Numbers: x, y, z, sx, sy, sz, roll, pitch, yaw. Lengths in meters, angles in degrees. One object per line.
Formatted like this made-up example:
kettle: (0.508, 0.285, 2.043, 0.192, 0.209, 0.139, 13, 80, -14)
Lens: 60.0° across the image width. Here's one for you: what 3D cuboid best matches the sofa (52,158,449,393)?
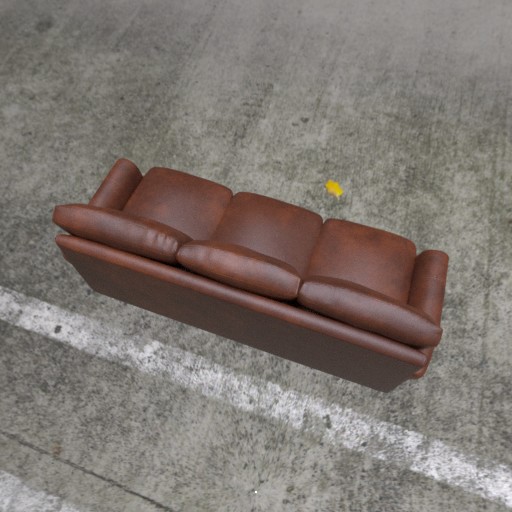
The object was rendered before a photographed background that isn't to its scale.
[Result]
sofa: (0.000, 0.000, 2.894, 2.351, 0.977, 0.973, 17, 63, 9)
